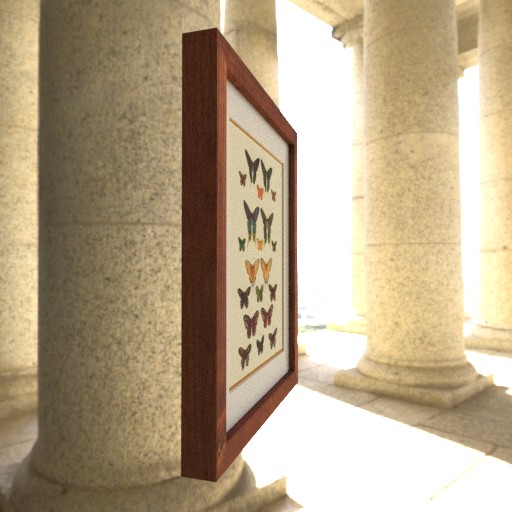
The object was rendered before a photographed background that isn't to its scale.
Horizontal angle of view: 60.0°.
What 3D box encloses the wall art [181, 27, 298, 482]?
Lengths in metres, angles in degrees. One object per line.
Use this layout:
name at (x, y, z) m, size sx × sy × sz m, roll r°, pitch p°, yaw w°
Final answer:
wall art at (0.000, 0.000, 0.623) m, size 0.039 × 0.449 × 0.377 m, roll 0°, pitch -1°, yaw 18°
